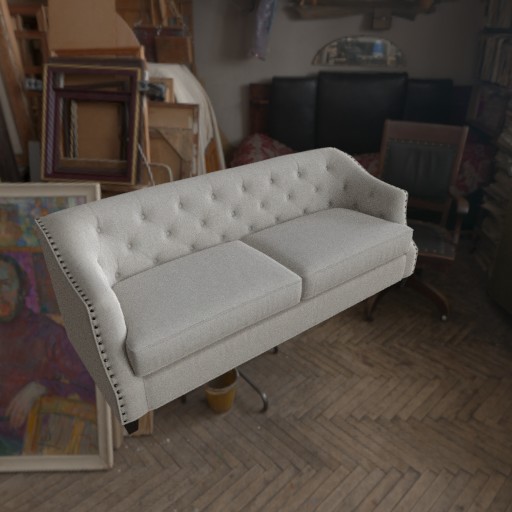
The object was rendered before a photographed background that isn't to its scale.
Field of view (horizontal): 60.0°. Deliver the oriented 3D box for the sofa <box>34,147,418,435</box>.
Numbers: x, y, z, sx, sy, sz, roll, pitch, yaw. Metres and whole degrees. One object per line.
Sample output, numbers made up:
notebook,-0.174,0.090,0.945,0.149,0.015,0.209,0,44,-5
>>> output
sofa,0.000,0.000,2.782,2.235,0.901,0.914,-21,35,-32
